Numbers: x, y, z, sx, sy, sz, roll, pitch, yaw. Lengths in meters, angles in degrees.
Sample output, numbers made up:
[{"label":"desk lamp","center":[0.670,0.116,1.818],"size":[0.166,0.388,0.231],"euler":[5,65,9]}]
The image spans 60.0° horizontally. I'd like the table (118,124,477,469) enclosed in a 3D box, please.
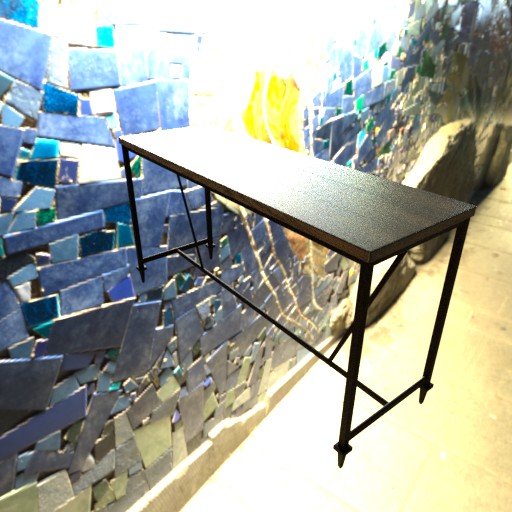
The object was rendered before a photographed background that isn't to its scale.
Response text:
[{"label":"table","center":[0.000,0.000,2.127],"size":[0.551,0.902,1.700],"euler":[-20,34,-33]}]
